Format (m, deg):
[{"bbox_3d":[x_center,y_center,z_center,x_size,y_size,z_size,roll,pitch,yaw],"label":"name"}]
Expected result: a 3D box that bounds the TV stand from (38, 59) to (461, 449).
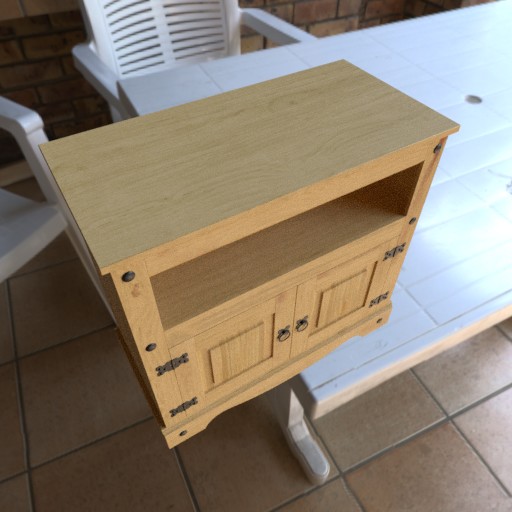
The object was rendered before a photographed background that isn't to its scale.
[{"bbox_3d":[0.000,0.000,1.278,0.851,0.787,0.430,-24,51,-21],"label":"TV stand"}]
